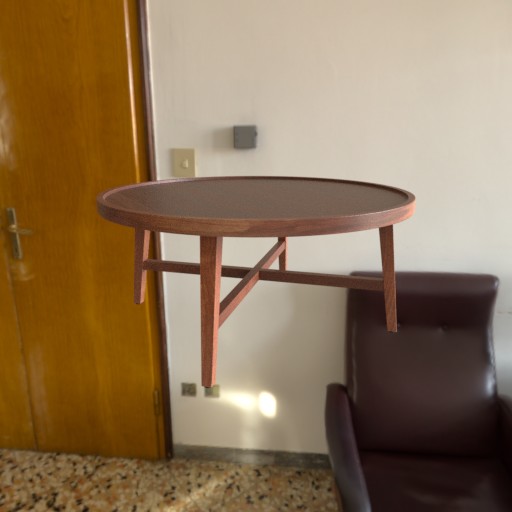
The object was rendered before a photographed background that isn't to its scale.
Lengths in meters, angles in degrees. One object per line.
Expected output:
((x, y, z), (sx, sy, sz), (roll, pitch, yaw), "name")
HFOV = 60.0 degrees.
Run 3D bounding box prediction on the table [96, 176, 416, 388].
((0.000, 0.000, 1.224), (0.800, 0.360, 0.800), (0, 16, 0), "table")
